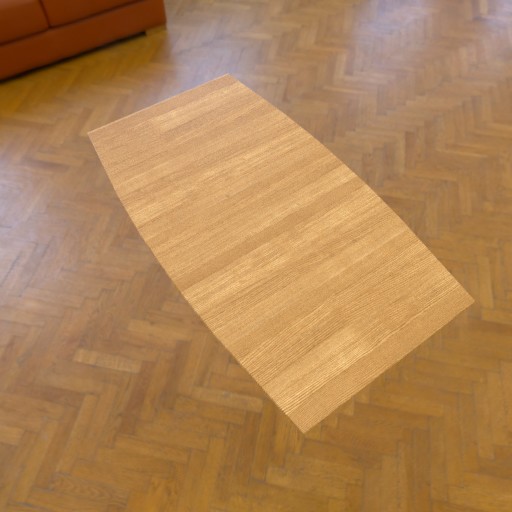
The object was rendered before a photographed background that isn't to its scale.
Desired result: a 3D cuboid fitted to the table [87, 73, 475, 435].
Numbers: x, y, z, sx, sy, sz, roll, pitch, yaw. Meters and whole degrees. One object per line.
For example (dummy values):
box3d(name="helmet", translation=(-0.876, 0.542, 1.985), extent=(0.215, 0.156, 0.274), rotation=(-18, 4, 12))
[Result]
box3d(name="table", translation=(0.000, 0.000, 2.113), extent=(0.900, 0.748, 1.598), rotation=(-30, 62, -18))
